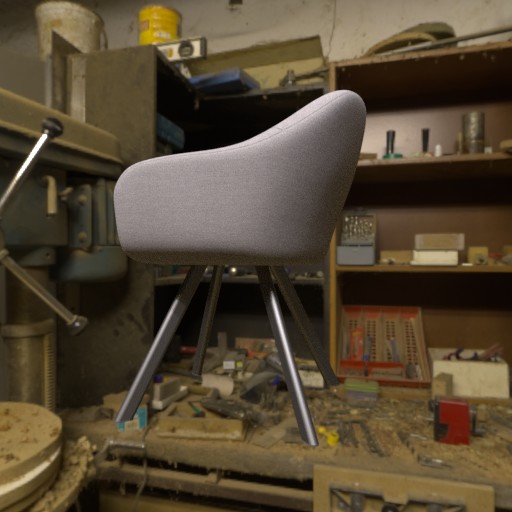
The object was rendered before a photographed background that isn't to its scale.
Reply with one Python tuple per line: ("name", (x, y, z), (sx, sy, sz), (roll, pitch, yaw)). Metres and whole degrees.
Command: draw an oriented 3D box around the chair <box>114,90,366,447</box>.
("chair", (0.000, 0.000, 1.182), (0.570, 0.780, 0.540), (0, 0, 16))
